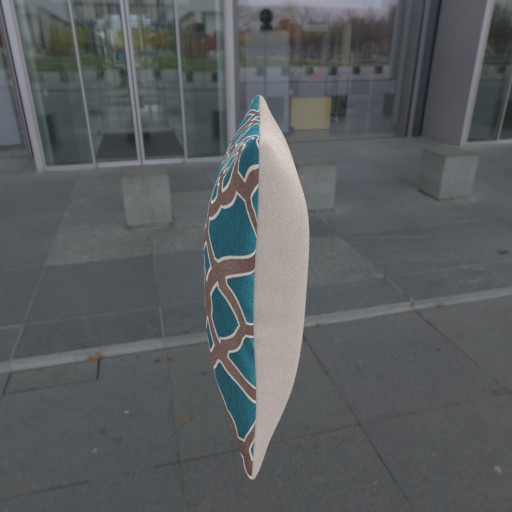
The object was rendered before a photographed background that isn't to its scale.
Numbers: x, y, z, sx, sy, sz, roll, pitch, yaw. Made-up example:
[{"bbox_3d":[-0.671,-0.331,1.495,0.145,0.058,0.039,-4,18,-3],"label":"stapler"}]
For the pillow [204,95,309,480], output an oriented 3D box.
[{"bbox_3d":[0.000,0.000,0.800,0.166,0.507,0.526,0,25,0],"label":"pillow"}]
